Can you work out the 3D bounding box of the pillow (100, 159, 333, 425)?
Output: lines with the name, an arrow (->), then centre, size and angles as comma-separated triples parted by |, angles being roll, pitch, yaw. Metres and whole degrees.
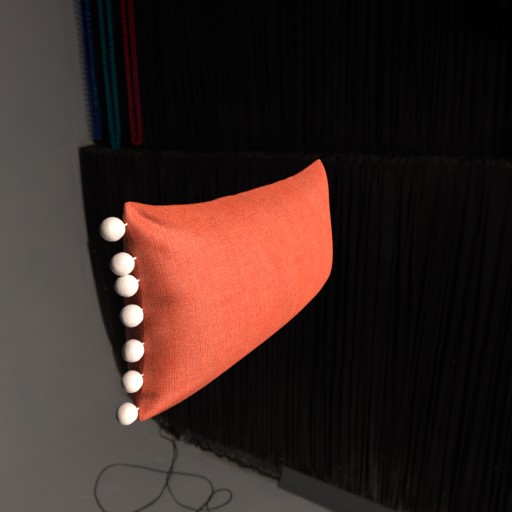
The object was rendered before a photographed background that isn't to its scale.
pillow -> 0.000, 0.000, 0.840 | 0.201, 0.322, 0.709 | 9, 18, 28
